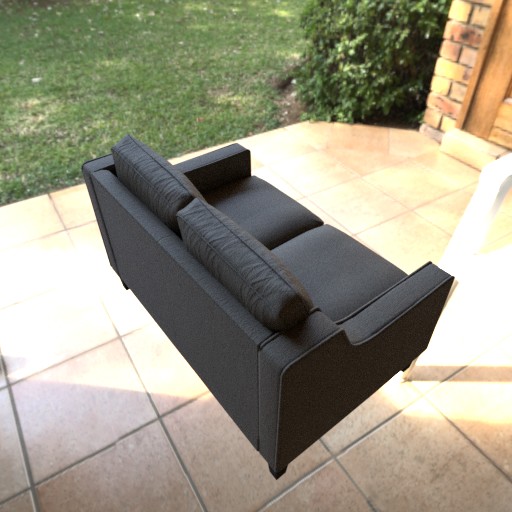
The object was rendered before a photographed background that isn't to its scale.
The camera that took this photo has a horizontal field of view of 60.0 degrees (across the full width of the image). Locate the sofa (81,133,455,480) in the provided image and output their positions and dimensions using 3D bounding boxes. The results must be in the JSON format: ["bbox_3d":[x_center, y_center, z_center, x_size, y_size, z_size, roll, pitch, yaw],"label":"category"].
[{"bbox_3d":[0.000,0.000,2.141,0.985,0.981,1.503,-27,48,-28],"label":"sofa"}]
